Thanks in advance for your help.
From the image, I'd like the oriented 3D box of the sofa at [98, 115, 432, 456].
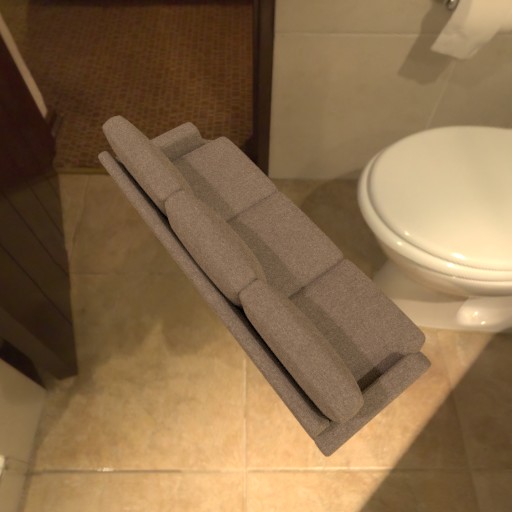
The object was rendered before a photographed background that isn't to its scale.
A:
[{"bbox_3d":[0.000,0.000,2.583,0.888,0.984,2.115,-33,64,-18],"label":"sofa"}]
